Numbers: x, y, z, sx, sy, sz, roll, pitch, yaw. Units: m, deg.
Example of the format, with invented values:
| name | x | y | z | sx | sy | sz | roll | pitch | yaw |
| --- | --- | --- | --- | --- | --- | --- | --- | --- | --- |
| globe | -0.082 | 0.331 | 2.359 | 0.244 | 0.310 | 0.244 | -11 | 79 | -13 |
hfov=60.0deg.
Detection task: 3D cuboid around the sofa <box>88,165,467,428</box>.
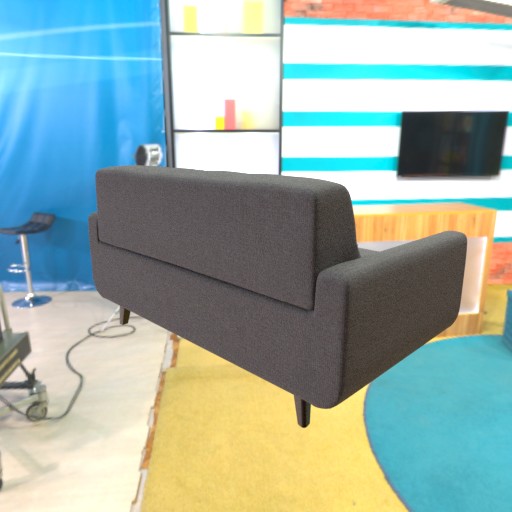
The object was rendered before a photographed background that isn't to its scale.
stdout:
| name | x | y | z | sx | sy | sz | roll | pitch | yaw |
| --- | --- | --- | --- | --- | --- | --- | --- | --- | --- |
| sofa | 0.000 | 0.000 | 2.125 | 0.909 | 0.841 | 1.631 | -14 | 20 | -43 |
